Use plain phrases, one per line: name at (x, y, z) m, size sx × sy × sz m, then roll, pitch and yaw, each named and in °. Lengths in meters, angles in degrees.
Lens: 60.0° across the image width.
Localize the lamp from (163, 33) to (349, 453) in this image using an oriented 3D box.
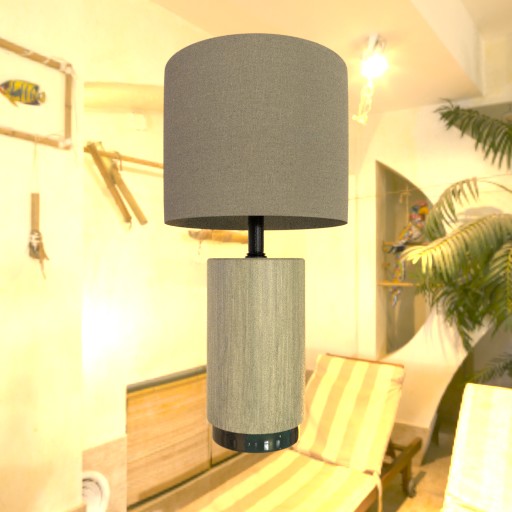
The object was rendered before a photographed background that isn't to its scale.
lamp at (0.000, 0.000, 0.555) m, size 0.228 × 0.444 × 0.228 m, roll 0°, pitch -1°, yaw 37°
